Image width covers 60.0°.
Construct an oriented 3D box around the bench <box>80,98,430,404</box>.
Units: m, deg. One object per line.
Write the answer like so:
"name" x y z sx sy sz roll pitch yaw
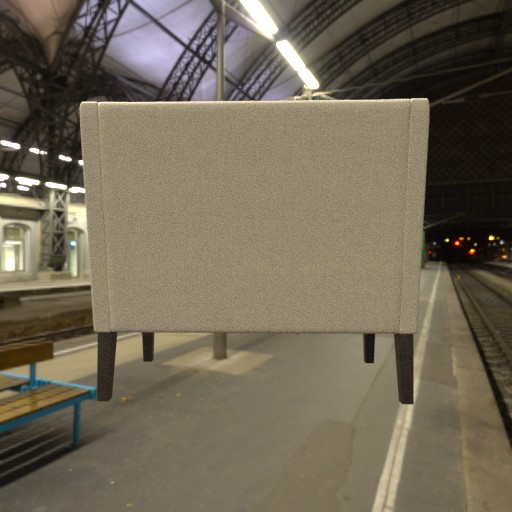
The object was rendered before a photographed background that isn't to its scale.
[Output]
"bench" 0.000 0.000 2.004 1.280 1.123 0.847 0 0 2
